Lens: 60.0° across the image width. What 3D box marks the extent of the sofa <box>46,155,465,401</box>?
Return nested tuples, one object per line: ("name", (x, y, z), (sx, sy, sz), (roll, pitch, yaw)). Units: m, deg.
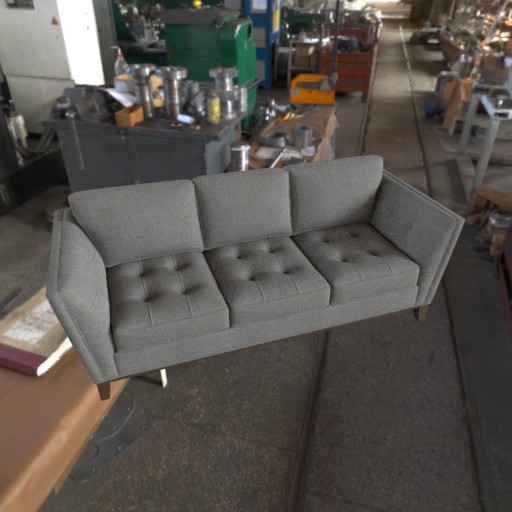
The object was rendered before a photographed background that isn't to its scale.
("sofa", (0.000, 0.000, 2.923), (2.387, 0.940, 0.965), (-10, 34, -16))
